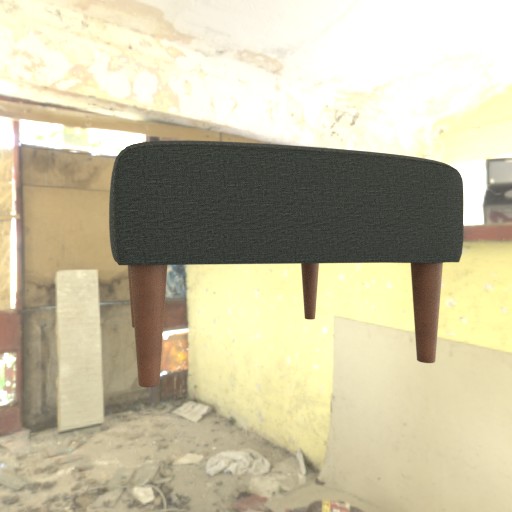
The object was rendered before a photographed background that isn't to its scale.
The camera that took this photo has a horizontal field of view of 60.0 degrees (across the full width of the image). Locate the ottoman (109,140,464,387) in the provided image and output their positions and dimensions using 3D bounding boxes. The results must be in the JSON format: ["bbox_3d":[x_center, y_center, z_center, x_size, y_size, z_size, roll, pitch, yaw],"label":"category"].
[{"bbox_3d":[0.000,0.000,1.037,0.649,0.398,0.650,0,1,-17],"label":"ottoman"}]
